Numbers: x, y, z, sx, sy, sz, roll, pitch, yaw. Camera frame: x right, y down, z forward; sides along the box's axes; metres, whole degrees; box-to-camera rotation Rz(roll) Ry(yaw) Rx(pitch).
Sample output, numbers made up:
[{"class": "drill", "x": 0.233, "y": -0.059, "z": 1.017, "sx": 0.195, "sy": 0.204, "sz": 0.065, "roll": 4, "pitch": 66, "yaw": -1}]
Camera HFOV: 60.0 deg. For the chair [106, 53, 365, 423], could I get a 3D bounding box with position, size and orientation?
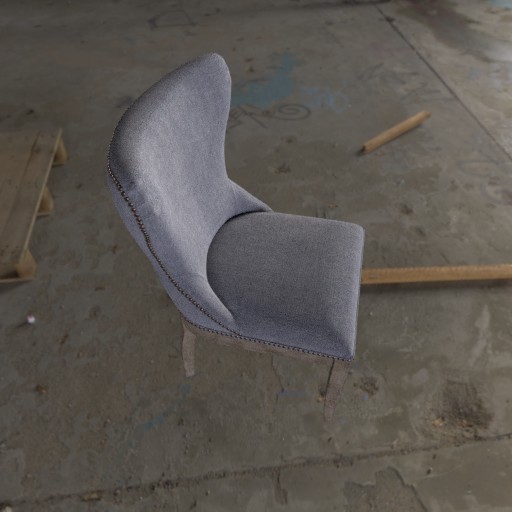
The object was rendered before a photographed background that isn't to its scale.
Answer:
[{"class": "chair", "x": 0.000, "y": 0.000, "z": 1.409, "sx": 0.681, "sy": 1.002, "sz": 0.654, "roll": 9, "pitch": 48, "yaw": 9}]
